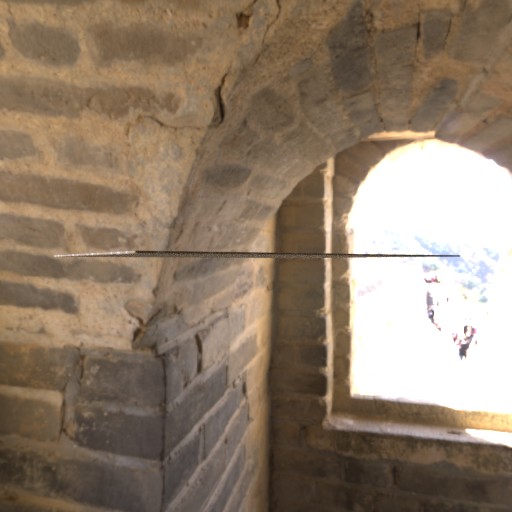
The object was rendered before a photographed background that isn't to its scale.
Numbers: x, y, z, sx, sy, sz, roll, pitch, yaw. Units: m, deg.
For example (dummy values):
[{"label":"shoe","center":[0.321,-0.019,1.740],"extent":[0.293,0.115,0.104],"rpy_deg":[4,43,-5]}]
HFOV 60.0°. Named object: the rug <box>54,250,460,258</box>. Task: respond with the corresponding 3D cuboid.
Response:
[{"label":"rug","center":[0.000,0.000,2.850],"extent":[2.134,0.010,1.524],"rpy_deg":[0,-1,-35]}]
